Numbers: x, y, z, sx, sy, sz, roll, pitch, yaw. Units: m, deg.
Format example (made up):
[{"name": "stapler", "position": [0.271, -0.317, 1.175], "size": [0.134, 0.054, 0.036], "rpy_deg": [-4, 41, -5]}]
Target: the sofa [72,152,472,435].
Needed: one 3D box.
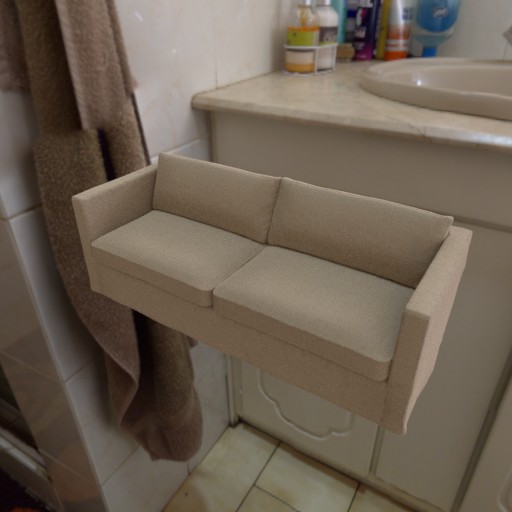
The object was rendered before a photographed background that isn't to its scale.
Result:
[{"name": "sofa", "position": [0.000, 0.000, 2.799], "size": [2.312, 0.853, 0.962], "rpy_deg": [18, 36, 28]}]
